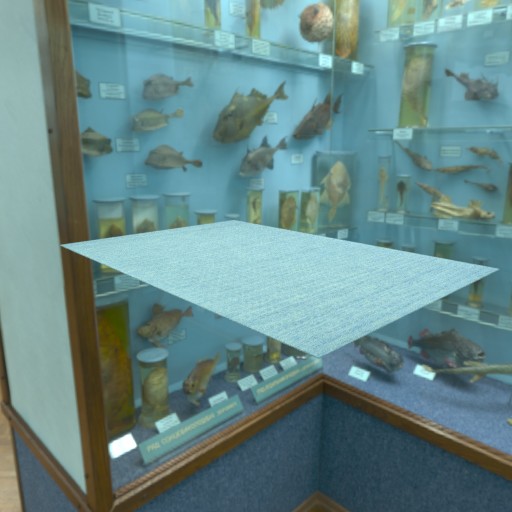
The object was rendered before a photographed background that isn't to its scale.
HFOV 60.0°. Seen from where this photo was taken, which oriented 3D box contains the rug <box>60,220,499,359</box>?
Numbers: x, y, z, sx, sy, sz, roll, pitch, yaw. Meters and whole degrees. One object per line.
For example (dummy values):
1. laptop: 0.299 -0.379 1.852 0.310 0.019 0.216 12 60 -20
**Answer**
1. rug: 0.000 0.000 3.490 1.982 0.006 2.895 -13 19 -41
